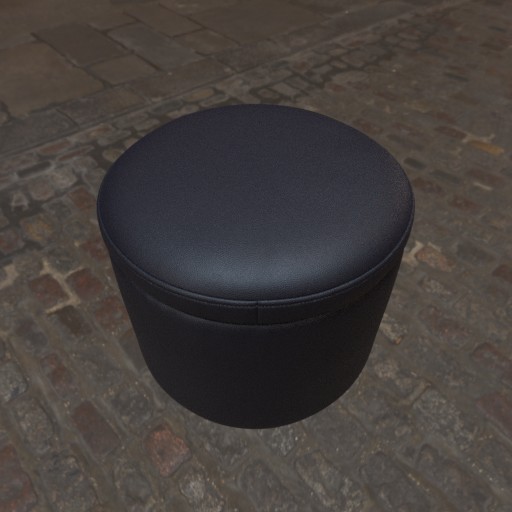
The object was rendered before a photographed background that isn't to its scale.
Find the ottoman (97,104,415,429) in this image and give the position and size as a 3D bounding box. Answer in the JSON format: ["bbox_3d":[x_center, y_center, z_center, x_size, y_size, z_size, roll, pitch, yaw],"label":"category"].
[{"bbox_3d":[0.000,0.000,0.833,0.501,0.409,0.501,0,46,0],"label":"ottoman"}]
